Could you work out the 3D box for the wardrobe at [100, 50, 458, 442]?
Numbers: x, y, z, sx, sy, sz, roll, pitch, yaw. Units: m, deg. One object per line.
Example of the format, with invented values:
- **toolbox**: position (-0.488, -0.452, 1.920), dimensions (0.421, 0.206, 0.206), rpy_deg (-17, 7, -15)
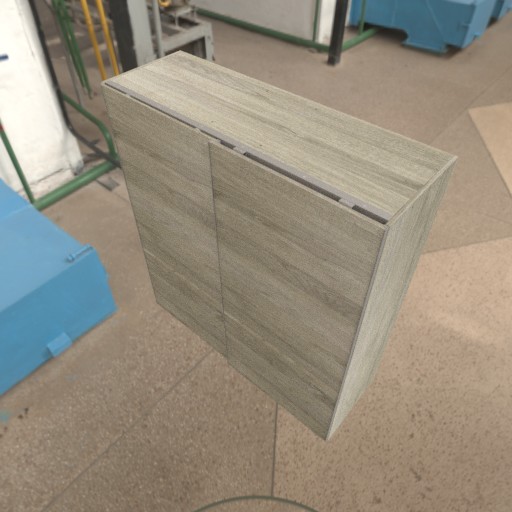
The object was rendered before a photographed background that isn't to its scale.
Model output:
- **wardrobe**: position (0.000, 0.000, 2.858), dimensions (1.780, 1.960, 0.629), rpy_deg (32, 54, 27)
